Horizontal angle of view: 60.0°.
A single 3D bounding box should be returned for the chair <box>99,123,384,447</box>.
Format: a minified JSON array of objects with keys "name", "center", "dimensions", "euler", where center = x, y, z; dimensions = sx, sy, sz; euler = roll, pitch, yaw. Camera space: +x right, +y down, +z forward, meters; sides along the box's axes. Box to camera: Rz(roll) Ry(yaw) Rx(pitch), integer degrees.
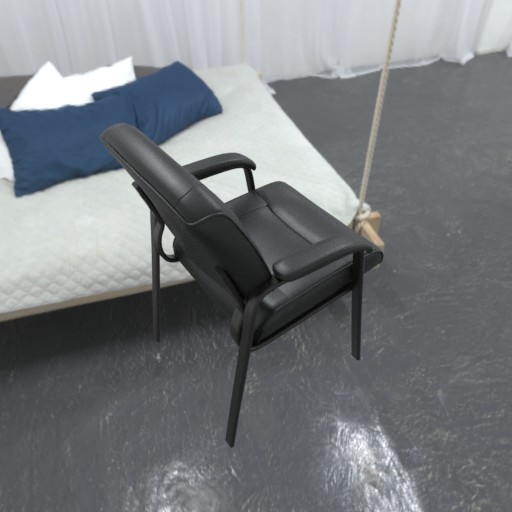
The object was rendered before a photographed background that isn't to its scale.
[{"name":"chair","center":[0.000,0.000,1.360],"dimensions":[0.668,0.910,0.591],"euler":[-26,48,-26]}]
